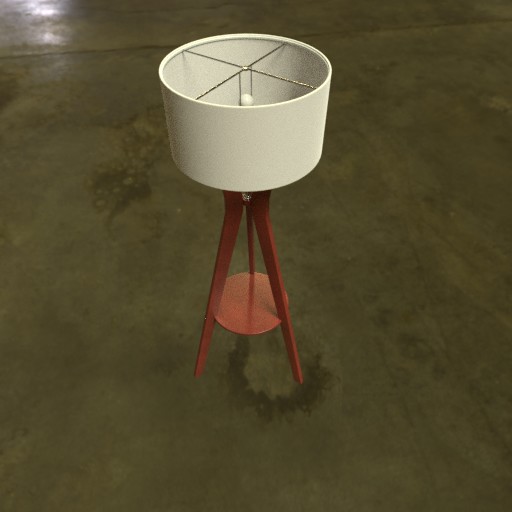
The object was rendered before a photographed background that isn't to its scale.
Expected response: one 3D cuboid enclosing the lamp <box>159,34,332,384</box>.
[{"bbox_3d":[0.000,0.000,1.737,0.542,1.472,0.539,26,51,23],"label":"lamp"}]
